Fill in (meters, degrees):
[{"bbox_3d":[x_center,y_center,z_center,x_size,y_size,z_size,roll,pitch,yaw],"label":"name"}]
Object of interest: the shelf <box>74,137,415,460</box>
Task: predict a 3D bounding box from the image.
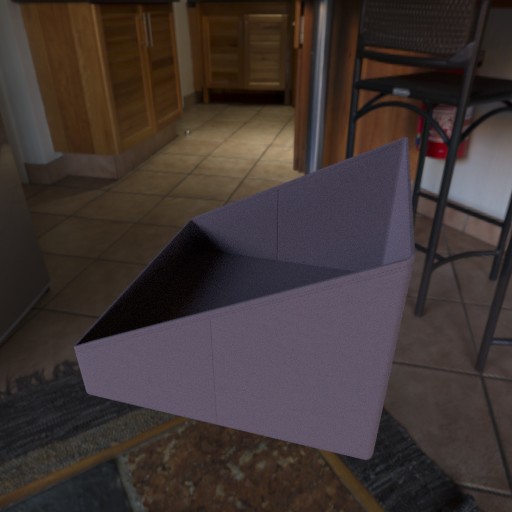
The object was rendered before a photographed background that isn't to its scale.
[{"bbox_3d":[0.000,0.000,0.490,0.292,0.210,0.292,8,32,13],"label":"shelf"}]
